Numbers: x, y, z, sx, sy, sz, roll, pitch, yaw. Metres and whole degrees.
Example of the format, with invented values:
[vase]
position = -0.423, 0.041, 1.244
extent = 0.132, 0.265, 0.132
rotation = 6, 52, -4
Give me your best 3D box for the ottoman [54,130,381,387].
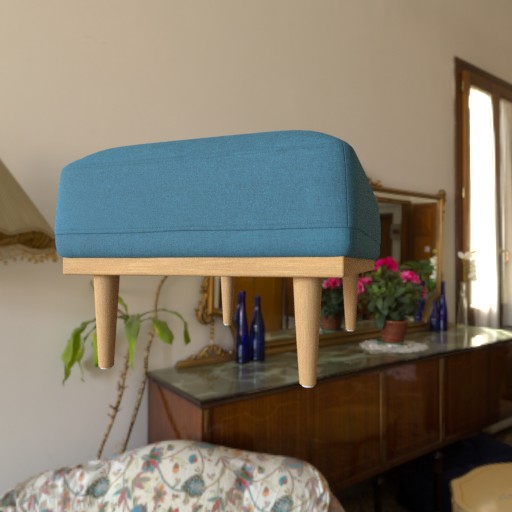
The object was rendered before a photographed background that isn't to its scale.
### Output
[ottoman]
position = 0.000, 0.000, 1.062
extent = 0.549, 0.428, 0.749
rotation = 0, -1, 18
